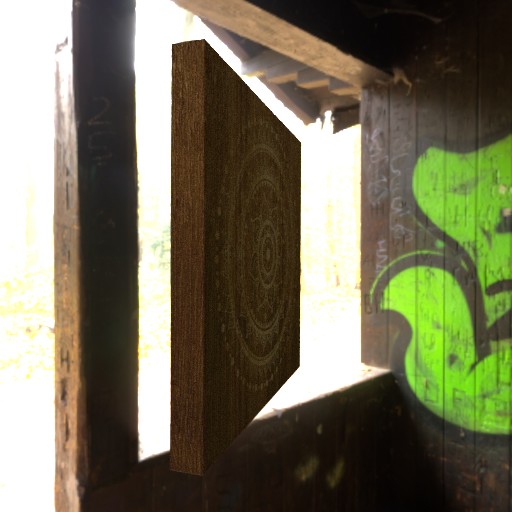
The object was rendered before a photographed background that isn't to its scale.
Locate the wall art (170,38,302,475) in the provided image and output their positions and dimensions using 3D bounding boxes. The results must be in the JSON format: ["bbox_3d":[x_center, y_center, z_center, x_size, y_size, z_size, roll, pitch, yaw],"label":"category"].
[{"bbox_3d":[0.000,0.000,0.605,0.039,0.403,0.406,0,0,18],"label":"wall art"}]
